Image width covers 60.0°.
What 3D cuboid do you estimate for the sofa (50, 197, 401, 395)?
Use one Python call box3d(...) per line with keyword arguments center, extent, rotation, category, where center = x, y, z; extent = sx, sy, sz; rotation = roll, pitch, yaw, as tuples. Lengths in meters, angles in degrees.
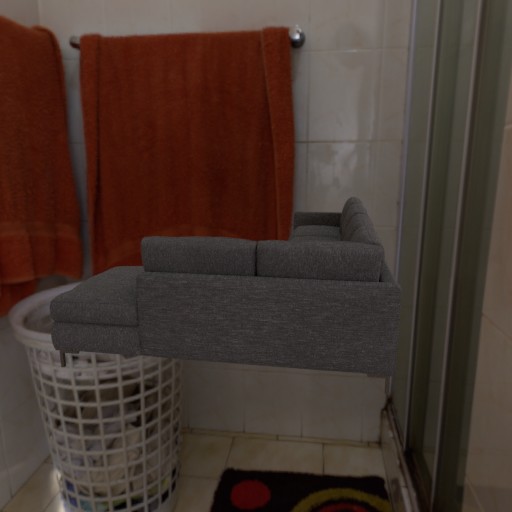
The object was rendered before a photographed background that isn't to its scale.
box3d(center=(0.000, 0.000, 3.839), extent=(2.007, 0.815, 2.949), rotation=(2, 13, 10), category="sofa")
